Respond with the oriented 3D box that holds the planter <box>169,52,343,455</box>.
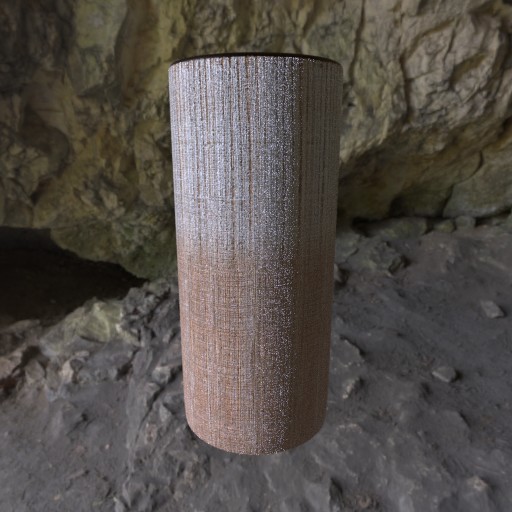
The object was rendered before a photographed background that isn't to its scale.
[{"bbox_3d":[0.000,0.000,0.287,0.100,0.227,0.100,14,21,42],"label":"planter"}]
